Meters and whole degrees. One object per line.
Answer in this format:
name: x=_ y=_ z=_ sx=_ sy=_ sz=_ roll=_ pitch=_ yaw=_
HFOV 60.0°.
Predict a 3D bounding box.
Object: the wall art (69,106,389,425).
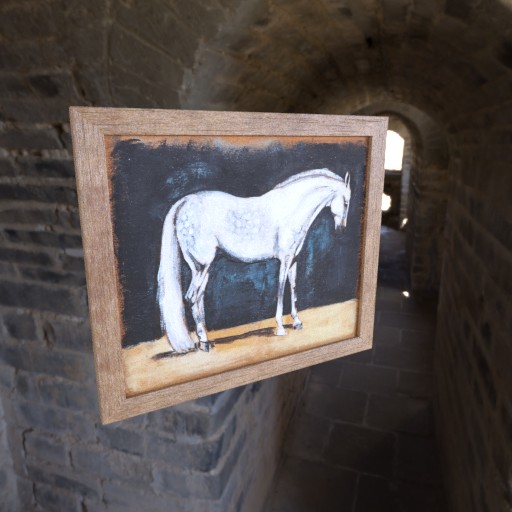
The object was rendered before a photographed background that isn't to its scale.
wall art: x=0.000 y=0.000 z=0.954 sx=0.690 sy=0.588 sz=0.026 roll=-8 pitch=17 yaw=-28
